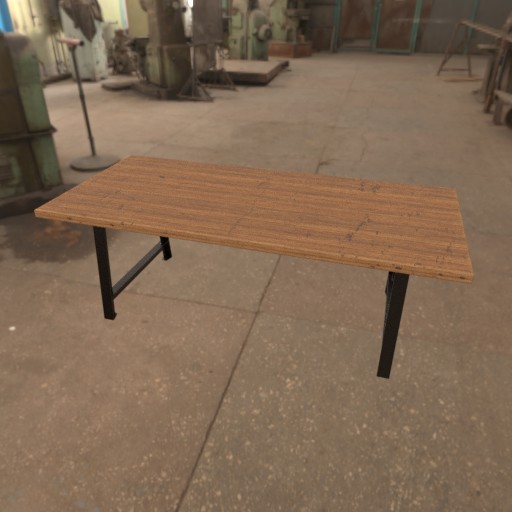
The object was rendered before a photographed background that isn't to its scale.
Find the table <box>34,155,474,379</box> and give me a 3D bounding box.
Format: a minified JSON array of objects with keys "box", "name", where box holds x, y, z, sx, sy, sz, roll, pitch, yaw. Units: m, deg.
[{"box":[0.000,0.000,2.713,2.200,0.757,1.000,9,32,15],"name":"table"}]
